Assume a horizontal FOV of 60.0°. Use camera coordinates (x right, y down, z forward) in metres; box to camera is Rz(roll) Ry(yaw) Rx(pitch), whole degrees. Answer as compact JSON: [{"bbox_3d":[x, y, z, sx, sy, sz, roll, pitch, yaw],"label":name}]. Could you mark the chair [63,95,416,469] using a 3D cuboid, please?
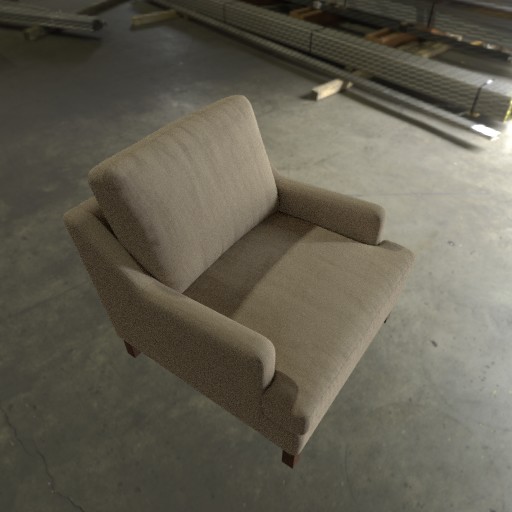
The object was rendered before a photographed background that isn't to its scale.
[{"bbox_3d":[0.000,0.000,1.711,1.001,0.916,0.912,26,48,25],"label":"chair"}]
